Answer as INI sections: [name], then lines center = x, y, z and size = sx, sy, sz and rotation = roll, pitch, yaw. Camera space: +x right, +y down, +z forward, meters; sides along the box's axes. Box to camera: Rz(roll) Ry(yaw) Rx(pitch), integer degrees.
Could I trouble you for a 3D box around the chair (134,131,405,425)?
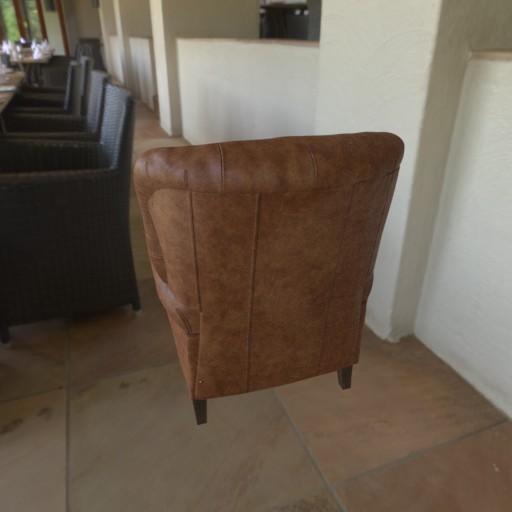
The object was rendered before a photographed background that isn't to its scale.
[chair]
center = 0.000, 0.000, 1.910
size = 0.951, 1.164, 1.059
rotation = -8, 28, -16
